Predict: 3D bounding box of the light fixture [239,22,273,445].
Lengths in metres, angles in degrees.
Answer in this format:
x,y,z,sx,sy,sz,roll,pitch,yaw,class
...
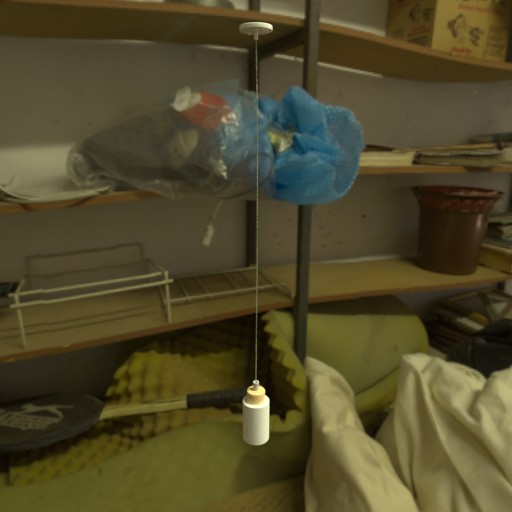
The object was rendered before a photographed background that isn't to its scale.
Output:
x,y,z,sx,sy,sz,roll,pitch,yaw,class
0.000,0.000,1.907,0.125,1.798,0.125,14,20,42,light fixture
